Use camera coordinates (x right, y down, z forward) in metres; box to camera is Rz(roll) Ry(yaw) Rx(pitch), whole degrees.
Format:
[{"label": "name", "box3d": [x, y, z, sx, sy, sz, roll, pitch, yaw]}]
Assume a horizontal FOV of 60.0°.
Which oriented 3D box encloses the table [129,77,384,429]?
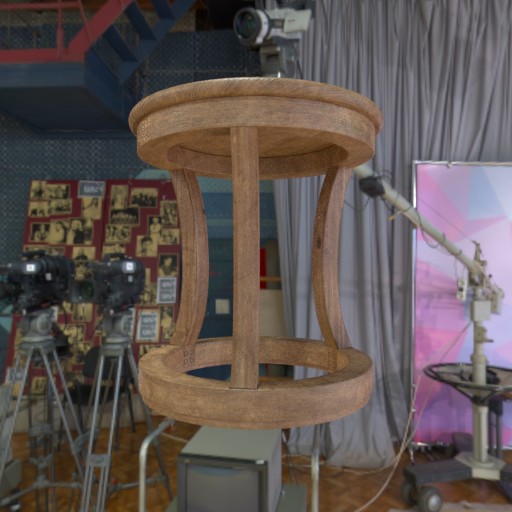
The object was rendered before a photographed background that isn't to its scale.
[{"label": "table", "box3d": [0.000, 0.000, 0.780, 0.432, 0.460, 0.432, 0, 0, 0]}]
